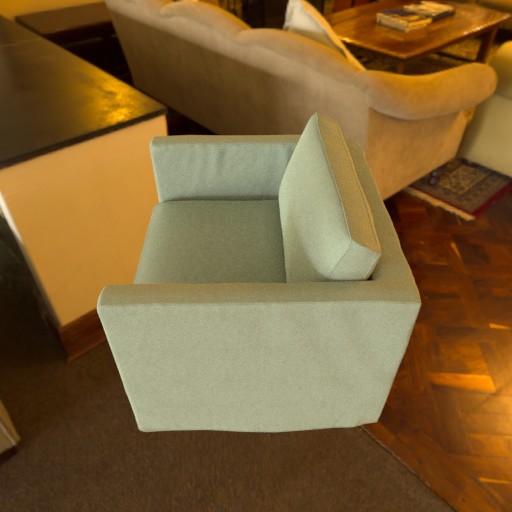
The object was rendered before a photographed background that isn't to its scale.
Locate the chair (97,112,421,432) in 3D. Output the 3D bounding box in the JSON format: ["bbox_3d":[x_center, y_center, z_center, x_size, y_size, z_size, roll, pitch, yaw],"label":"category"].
[{"bbox_3d":[0.000,0.000,1.791,0.949,0.863,1.057,-1,42,-1],"label":"chair"}]
